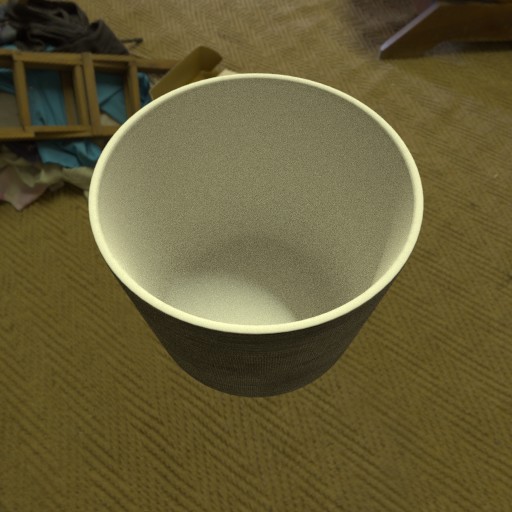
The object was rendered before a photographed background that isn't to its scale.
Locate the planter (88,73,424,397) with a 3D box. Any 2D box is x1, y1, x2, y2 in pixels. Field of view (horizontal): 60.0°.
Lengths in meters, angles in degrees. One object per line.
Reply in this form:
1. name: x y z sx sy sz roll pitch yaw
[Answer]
1. planter: 0.000 0.000 0.760 0.440 0.398 0.440 0 59 0
